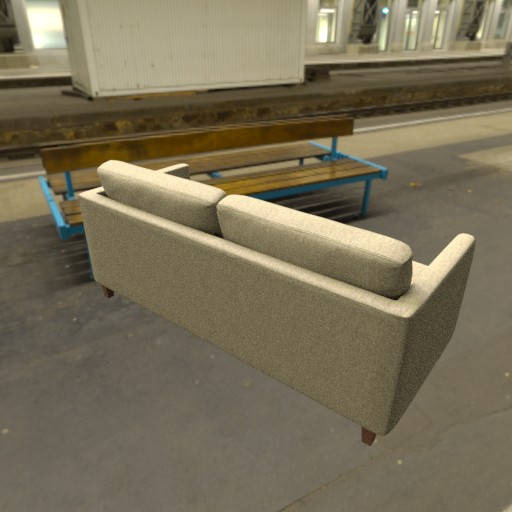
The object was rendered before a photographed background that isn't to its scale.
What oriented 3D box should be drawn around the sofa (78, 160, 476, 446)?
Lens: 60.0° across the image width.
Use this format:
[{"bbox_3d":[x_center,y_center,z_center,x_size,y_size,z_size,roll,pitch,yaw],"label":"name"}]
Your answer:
[{"bbox_3d":[0.000,0.000,2.675,2.208,0.960,0.956,20,34,33],"label":"sofa"}]
